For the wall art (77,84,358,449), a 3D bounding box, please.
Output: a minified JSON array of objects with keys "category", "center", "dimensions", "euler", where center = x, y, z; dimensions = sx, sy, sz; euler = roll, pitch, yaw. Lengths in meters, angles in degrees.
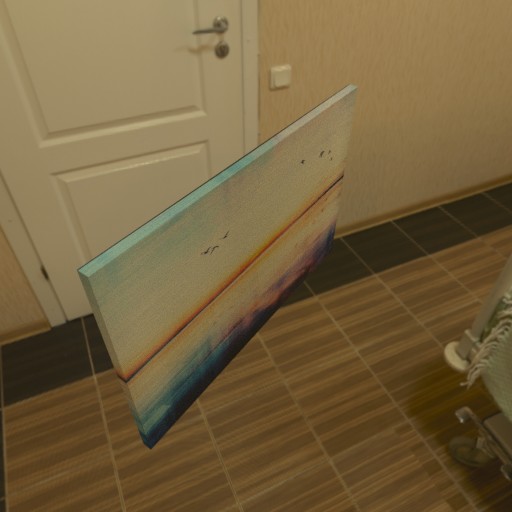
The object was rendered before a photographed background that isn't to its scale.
[{"category":"wall art","center":[0.000,0.000,0.770],"dimensions":[0.018,0.402,0.604],"euler":[26,49,26]}]
